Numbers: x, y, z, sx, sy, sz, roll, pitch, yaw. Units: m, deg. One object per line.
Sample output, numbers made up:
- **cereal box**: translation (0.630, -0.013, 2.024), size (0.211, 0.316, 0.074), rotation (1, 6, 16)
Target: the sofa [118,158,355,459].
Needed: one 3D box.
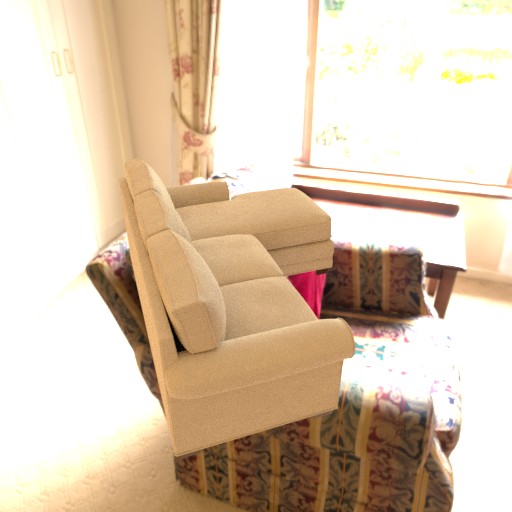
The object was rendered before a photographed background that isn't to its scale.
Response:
- **sofa**: translation (0.000, 0.000, 2.353), size (1.226, 0.734, 1.770), rotation (-10, 31, -17)
